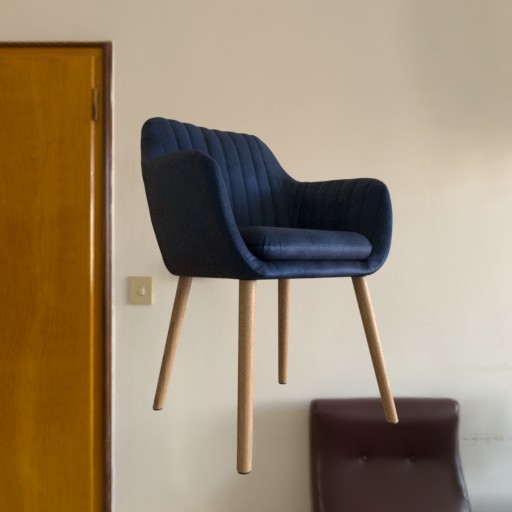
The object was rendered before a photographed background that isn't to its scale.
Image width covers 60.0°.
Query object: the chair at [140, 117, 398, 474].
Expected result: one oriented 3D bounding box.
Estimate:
[{"bbox_3d":[0.000,0.000,1.196,0.578,0.826,0.573,0,-1,-35],"label":"chair"}]
